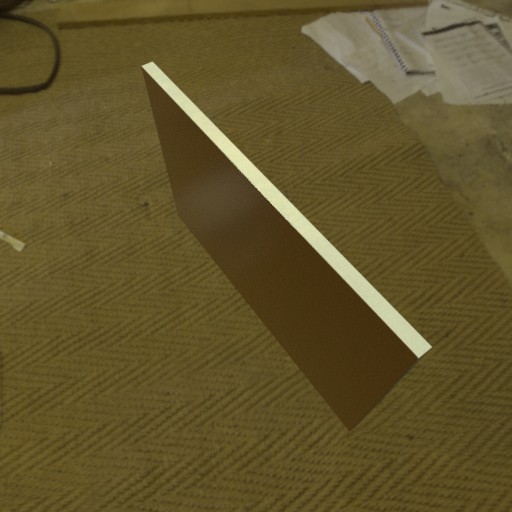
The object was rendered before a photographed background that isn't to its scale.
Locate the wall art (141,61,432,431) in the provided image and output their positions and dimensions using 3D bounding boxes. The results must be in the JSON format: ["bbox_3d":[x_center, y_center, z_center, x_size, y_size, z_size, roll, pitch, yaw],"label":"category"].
[{"bbox_3d":[0.000,0.000,1.449,0.041,0.762,1.145,-32,63,-18],"label":"wall art"}]
